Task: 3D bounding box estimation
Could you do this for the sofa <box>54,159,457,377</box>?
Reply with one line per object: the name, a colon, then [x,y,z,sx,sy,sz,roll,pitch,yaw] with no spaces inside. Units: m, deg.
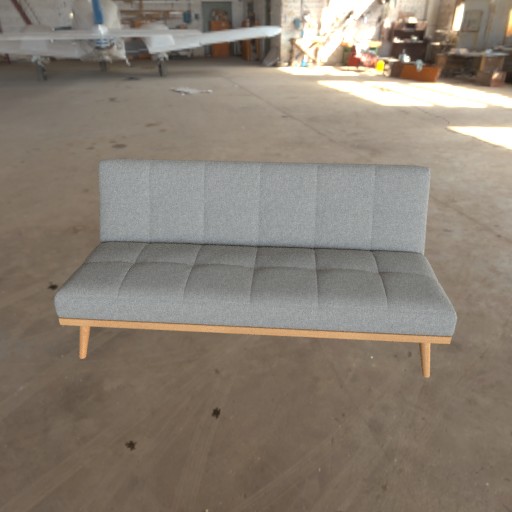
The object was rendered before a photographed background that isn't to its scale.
sofa: [0.000,0.000,2.286,1.820,0.800,0.800,2,28,4]
